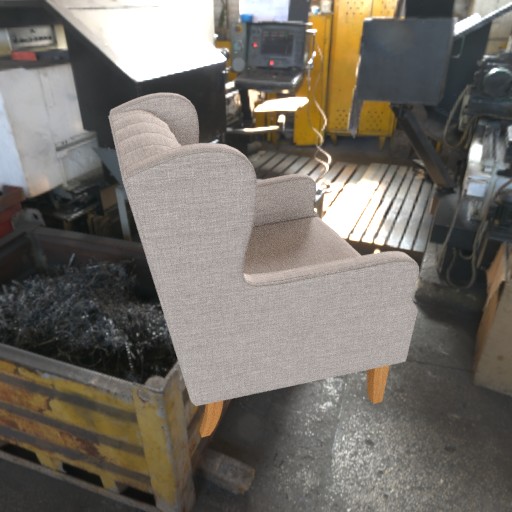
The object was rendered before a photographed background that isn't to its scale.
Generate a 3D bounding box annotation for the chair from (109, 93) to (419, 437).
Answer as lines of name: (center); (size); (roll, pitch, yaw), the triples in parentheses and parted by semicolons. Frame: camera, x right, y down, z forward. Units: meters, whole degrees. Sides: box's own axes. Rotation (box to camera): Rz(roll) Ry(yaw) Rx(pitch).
chair: (0.000, 0.000, 1.437); (0.760, 0.930, 0.710); (-10, 32, -16)
